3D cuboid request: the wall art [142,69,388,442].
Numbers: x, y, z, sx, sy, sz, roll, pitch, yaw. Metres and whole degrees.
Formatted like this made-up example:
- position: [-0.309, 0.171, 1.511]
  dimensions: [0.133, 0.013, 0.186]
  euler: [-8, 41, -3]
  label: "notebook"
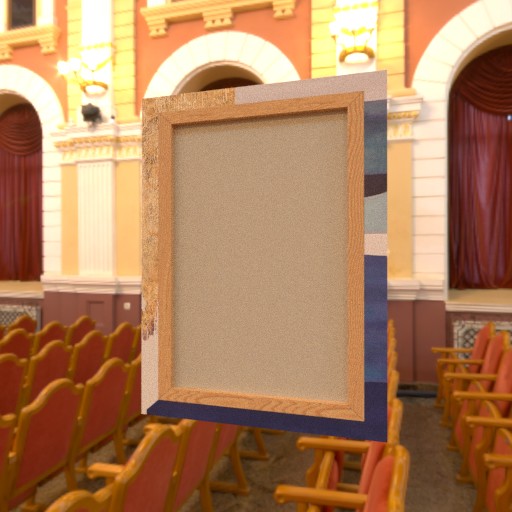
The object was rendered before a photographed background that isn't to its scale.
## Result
- position: [0.000, 0.000, 0.807]
  dimensions: [0.458, 0.613, 0.026]
  euler: [0, 0, 17]
  label: "wall art"
